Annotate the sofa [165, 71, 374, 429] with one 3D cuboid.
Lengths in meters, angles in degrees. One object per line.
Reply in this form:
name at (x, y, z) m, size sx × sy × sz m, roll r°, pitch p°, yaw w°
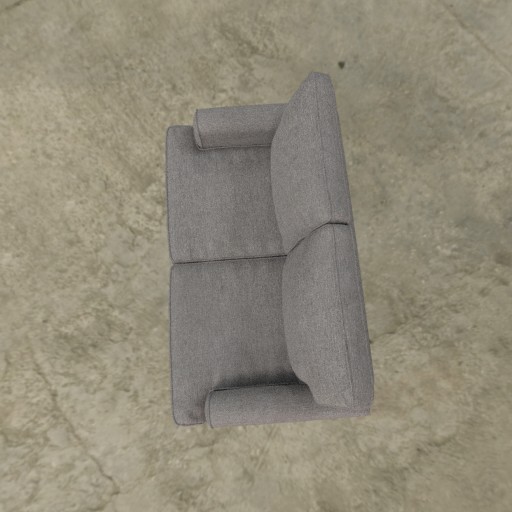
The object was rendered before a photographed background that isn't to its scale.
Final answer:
sofa at (0.000, 0.000, 2.309) m, size 0.965 × 0.965 × 1.651 m, roll -4°, pitch 75°, yaw -1°
